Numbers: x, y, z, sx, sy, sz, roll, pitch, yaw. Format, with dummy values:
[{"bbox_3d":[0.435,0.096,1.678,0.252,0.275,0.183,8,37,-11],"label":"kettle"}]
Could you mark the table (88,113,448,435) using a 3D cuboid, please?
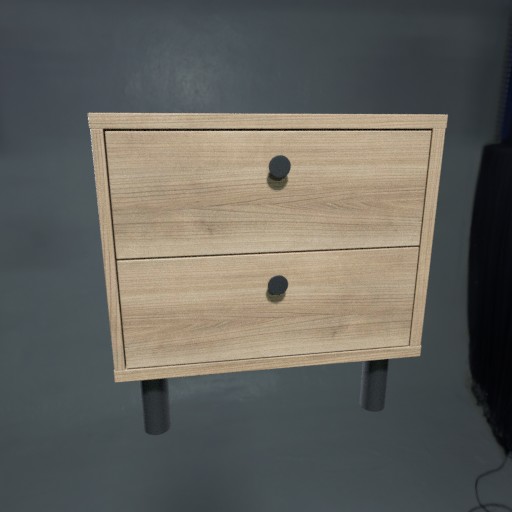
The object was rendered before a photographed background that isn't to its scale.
[{"bbox_3d":[0.000,0.000,0.768,0.445,0.460,0.380,-3,16,-9],"label":"table"}]
